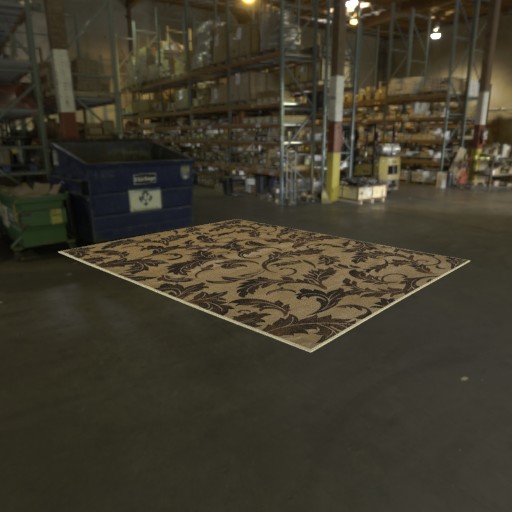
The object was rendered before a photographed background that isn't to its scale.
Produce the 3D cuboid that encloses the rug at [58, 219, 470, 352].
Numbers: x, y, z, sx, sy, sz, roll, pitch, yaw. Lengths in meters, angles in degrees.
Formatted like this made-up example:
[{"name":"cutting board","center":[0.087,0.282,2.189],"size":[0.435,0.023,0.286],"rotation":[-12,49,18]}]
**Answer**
[{"name":"rug","center":[0.000,0.000,4.069],"size":[2.977,0.008,2.380],"rotation":[14,20,41]}]
